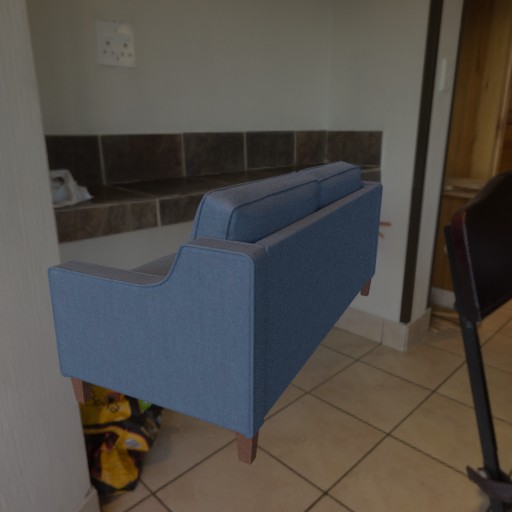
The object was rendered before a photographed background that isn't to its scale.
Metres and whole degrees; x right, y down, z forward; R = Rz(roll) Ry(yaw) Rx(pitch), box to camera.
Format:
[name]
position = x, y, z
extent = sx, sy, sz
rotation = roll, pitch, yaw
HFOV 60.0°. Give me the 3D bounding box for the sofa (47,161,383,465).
[sofa]
position = 0.000, 0.000, 2.739
extent = 1.066, 1.071, 2.178
rotation = 8, 18, 25
